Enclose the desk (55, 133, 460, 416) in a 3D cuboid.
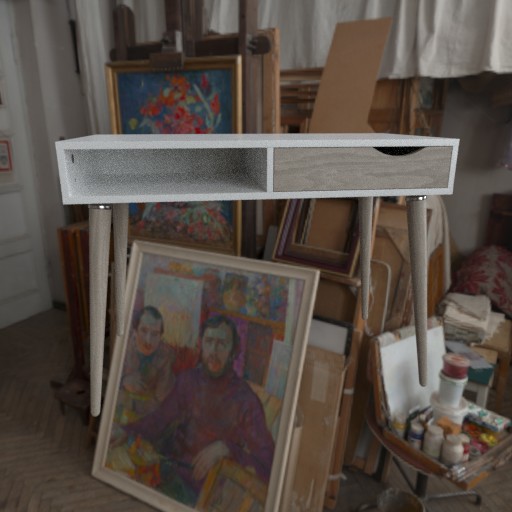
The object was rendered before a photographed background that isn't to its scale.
[{"bbox_3d":[0.000,0.000,1.389,0.979,0.723,0.491,-3,17,-8],"label":"desk"}]
